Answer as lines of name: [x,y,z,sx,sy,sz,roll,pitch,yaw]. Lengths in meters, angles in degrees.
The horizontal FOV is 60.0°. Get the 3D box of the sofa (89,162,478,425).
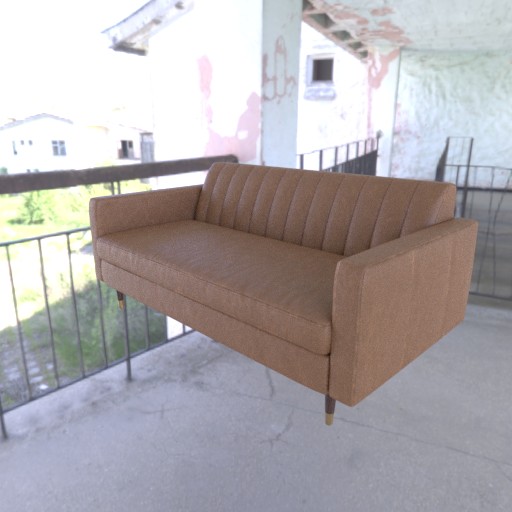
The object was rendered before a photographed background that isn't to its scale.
sofa: [0.000,0.000,2.307,1.847,0.821,0.993,16,23,42]
